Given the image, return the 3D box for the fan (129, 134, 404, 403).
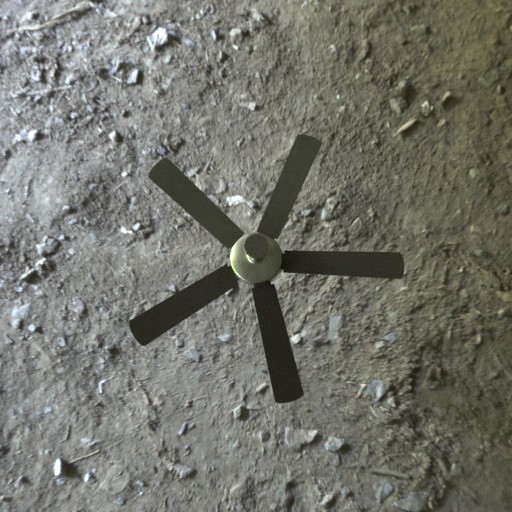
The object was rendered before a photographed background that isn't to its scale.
[{"bbox_3d":[0.000,0.000,2.042,1.321,0.356,1.321,-22,78,-5],"label":"fan"}]
